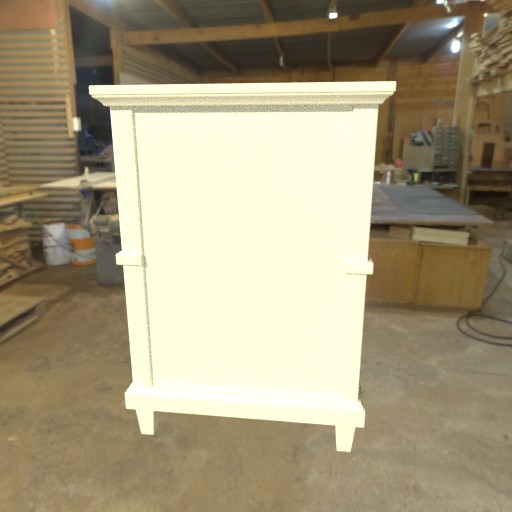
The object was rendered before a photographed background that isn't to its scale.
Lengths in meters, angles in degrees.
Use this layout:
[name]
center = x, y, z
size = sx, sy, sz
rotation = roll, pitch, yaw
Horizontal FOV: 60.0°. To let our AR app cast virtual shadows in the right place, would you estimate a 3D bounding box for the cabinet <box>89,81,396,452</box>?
[cabinet]
center = 0.000, 0.000, 1.138
size = 0.544, 0.775, 0.547
rotation = 2, 16, 7
